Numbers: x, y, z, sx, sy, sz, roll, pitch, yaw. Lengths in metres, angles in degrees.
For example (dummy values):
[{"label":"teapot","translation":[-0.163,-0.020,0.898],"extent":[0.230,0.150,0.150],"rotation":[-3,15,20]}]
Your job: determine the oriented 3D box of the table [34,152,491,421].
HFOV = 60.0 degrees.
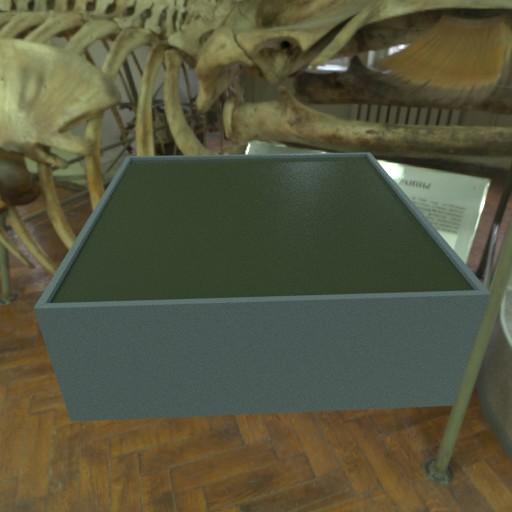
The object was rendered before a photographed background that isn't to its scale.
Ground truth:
[{"label":"table","translation":[0.000,0.000,1.194],"extent":[0.801,0.299,0.801],"rotation":[-2,31,-2]}]
